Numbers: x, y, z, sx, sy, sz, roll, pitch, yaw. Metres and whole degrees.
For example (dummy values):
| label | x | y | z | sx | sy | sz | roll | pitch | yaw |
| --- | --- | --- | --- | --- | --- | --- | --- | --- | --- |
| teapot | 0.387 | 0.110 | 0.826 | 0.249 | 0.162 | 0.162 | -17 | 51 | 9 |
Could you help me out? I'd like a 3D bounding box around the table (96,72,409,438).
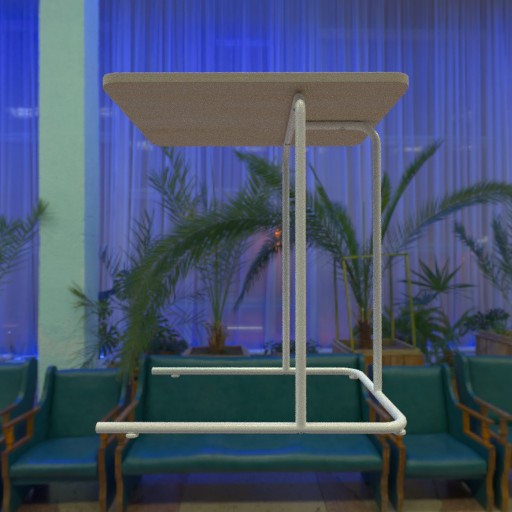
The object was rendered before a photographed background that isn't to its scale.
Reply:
| label | x | y | z | sx | sy | sz | roll | pitch | yaw |
| --- | --- | --- | --- | --- | --- | --- | --- | --- | --- |
| table | 0.000 | 0.000 | 0.851 | 0.480 | 0.550 | 0.370 | 0 | -1 | 0 |
